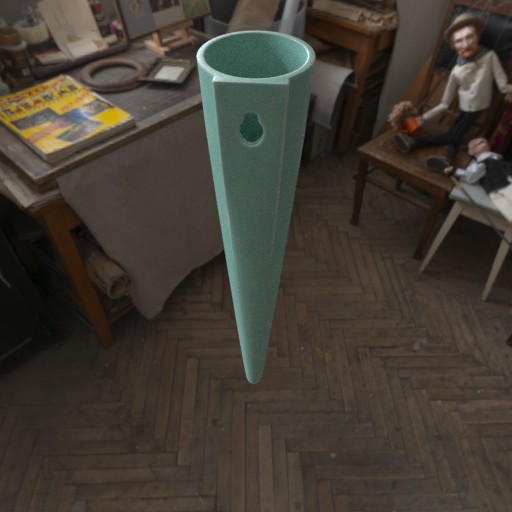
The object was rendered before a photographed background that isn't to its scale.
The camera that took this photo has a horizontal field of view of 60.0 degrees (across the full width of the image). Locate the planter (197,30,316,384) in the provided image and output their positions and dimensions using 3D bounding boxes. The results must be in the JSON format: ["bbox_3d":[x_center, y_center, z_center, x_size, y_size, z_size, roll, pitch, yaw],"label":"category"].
[{"bbox_3d":[0.000,0.000,0.298,0.054,0.268,0.055,3,47,3],"label":"planter"}]
